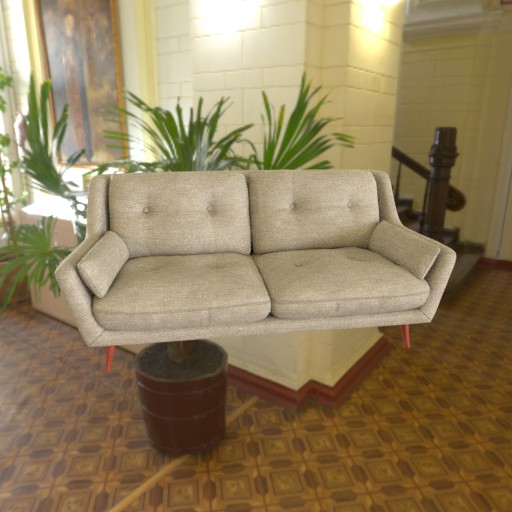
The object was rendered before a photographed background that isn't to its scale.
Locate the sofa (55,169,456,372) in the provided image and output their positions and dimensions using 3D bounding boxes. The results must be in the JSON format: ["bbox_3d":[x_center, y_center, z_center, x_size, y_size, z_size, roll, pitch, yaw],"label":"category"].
[{"bbox_3d":[0.000,0.000,2.505,1.930,0.897,0.976,-3,16,-9],"label":"sofa"}]
